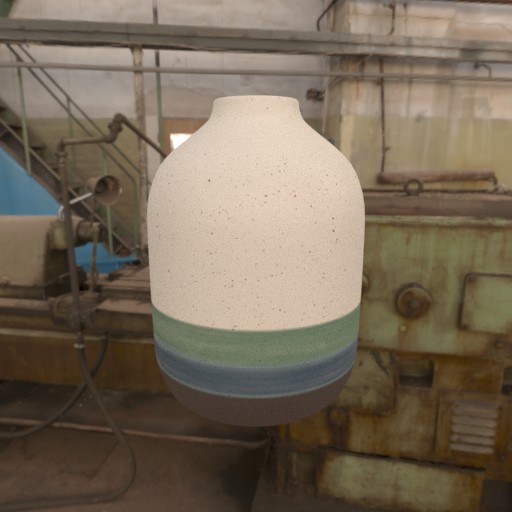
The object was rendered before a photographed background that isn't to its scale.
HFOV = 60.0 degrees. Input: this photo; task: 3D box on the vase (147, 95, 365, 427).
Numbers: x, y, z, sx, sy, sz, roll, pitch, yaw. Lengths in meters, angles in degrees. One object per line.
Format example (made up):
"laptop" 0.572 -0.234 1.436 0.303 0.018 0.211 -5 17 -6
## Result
"vase" 0.000 0.000 0.360 0.169 0.240 0.169 0 13 0
